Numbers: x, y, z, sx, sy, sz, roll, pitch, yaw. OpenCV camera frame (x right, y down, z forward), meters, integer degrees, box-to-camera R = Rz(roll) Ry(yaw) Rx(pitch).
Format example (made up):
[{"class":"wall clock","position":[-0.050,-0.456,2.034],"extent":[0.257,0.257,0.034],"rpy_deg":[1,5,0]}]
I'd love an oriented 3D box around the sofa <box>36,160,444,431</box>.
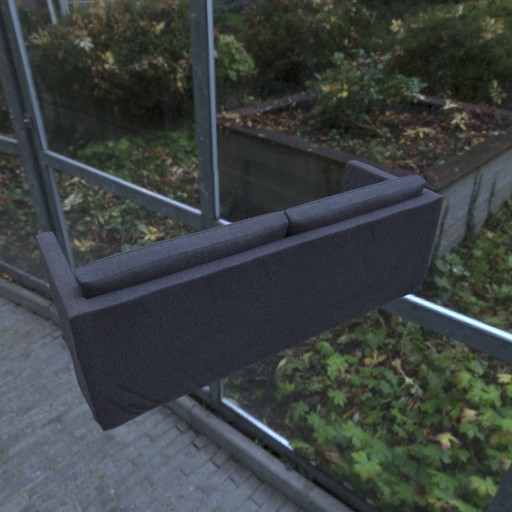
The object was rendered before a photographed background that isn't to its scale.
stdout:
[{"class":"sofa","position":[0.000,0.000,3.278],"extent":[2.779,0.998,1.036],"rpy_deg":[-18,36,-27]}]
